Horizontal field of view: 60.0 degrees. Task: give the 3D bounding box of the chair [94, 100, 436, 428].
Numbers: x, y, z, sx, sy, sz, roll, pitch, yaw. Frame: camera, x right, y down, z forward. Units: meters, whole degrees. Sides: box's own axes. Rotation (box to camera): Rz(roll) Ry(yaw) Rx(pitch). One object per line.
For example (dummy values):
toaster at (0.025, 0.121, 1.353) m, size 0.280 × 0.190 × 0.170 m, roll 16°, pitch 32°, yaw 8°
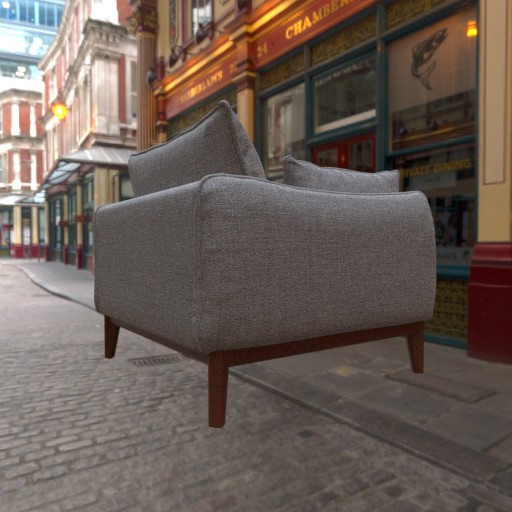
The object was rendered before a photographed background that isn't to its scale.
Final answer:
chair at (0.000, 0.000, 1.700) m, size 0.976 × 0.839 × 0.993 m, roll -1°, pitch 1°, yaw -35°
